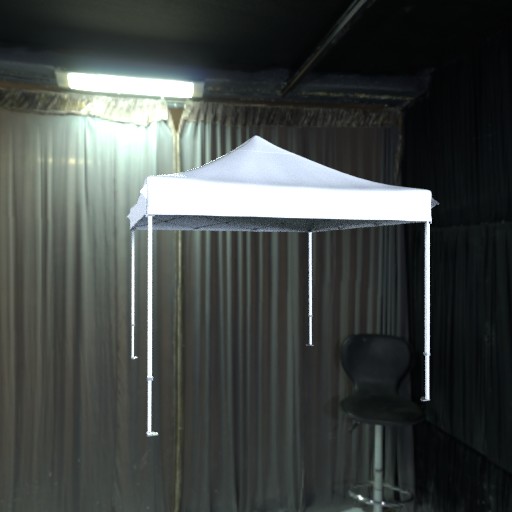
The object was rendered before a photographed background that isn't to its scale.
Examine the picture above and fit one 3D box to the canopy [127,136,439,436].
[{"bbox_3d":[0.000,0.000,5.544,2.996,2.998,2.994,0,1,-18],"label":"canopy"}]
